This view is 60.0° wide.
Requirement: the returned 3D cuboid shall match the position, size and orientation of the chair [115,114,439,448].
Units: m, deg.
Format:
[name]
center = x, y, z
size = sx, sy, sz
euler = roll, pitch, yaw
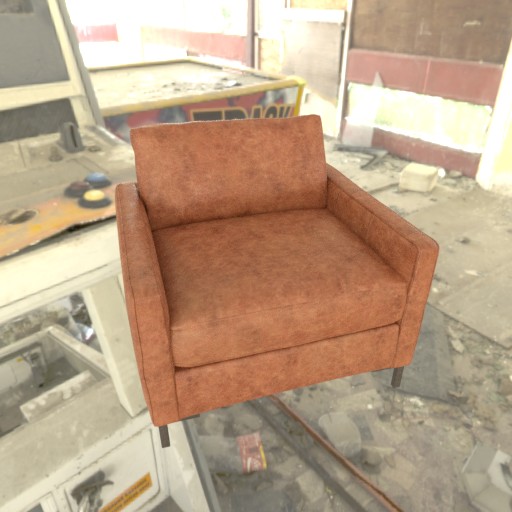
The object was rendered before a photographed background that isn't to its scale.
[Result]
[chair]
center = 0.000, 0.000, 1.669
size = 0.967, 0.869, 0.862
euler = -9, 31, -15
